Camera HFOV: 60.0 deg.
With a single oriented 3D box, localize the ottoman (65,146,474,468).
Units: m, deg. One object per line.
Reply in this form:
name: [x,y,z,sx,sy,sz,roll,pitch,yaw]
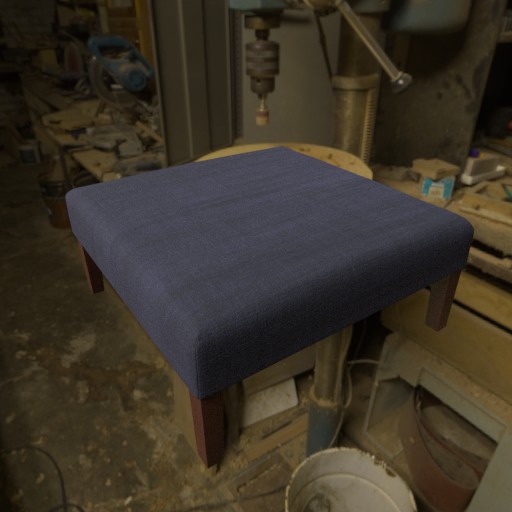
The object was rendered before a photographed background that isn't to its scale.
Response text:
ottoman: [0.000,0.000,1.404,0.890,0.411,0.889,-19,35,-30]
